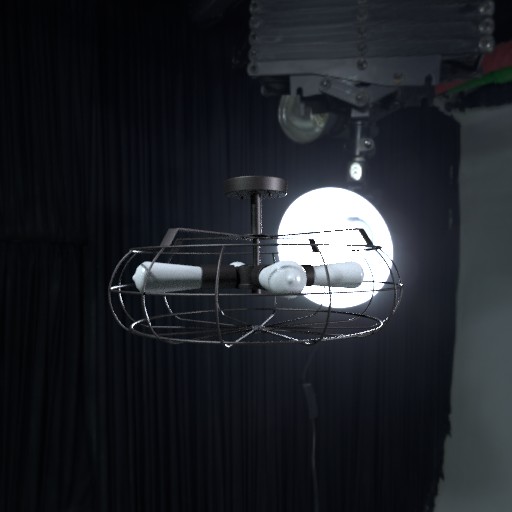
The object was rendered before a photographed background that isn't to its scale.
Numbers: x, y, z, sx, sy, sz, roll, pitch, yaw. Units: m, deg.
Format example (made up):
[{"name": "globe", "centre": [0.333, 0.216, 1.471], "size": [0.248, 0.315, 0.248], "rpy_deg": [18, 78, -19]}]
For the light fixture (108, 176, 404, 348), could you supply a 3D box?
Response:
[{"name": "light fixture", "centre": [0.000, 0.000, 0.920], "size": [0.582, 0.311, 0.582], "rpy_deg": [0, 0, 0]}]
